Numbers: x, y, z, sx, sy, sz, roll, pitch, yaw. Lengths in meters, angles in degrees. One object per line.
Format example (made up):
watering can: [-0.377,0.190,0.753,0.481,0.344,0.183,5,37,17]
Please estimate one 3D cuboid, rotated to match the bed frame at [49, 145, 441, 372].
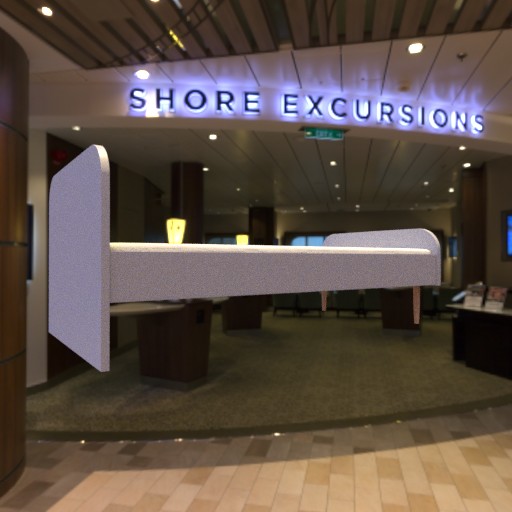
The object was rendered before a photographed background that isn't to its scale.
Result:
bed frame: [0.000,0.000,2.479,1.963,0.805,0.998,0,0,-34]
